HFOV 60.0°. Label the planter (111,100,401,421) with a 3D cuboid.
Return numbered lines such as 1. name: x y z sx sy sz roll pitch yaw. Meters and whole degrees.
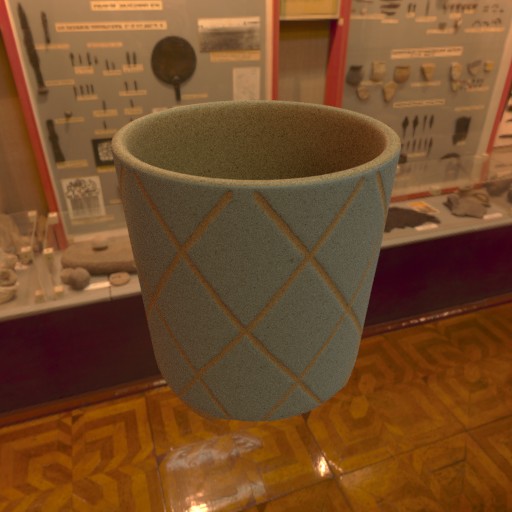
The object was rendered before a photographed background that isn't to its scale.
1. planter: 0.000 0.000 0.353 0.191 0.200 0.191 0 32 0
